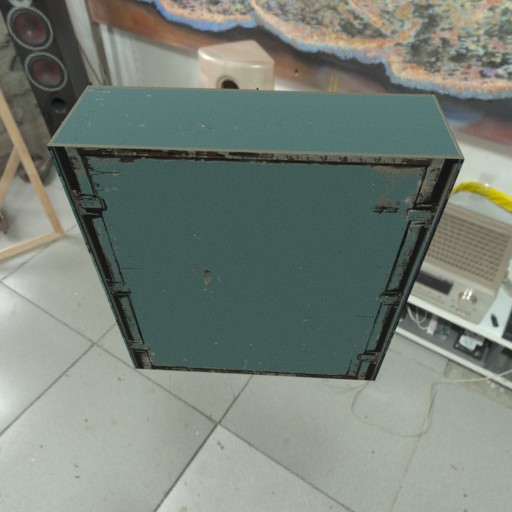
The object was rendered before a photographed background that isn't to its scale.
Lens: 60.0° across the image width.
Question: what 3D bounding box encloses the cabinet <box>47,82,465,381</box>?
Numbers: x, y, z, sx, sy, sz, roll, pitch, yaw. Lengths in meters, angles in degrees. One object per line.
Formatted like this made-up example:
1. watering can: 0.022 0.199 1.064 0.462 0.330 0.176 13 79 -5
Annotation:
1. cabinet: 0.000 0.000 3.134 2.000 2.160 0.680 2 47 2
